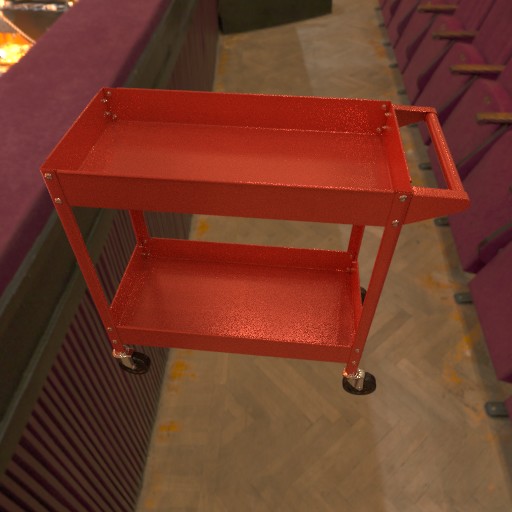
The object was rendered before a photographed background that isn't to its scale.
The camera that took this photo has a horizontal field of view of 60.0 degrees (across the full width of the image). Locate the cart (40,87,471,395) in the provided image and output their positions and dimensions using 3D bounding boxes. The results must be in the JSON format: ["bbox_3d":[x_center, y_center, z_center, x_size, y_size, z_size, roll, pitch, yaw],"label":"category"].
[{"bbox_3d":[0.000,0.000,1.152,0.779,0.719,0.366,4,46,4],"label":"cart"}]
